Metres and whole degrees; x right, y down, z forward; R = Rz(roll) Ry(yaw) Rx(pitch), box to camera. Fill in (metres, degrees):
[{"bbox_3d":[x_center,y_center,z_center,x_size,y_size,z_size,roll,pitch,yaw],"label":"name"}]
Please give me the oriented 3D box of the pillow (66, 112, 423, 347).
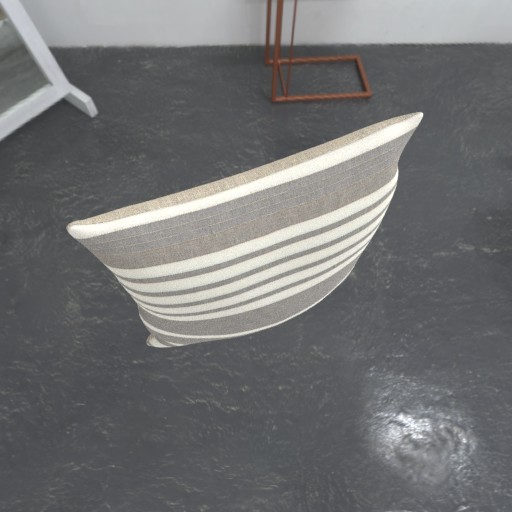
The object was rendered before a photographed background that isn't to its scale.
[{"bbox_3d":[0.000,0.000,0.681,0.439,0.440,0.182,-20,65,-10],"label":"pillow"}]
